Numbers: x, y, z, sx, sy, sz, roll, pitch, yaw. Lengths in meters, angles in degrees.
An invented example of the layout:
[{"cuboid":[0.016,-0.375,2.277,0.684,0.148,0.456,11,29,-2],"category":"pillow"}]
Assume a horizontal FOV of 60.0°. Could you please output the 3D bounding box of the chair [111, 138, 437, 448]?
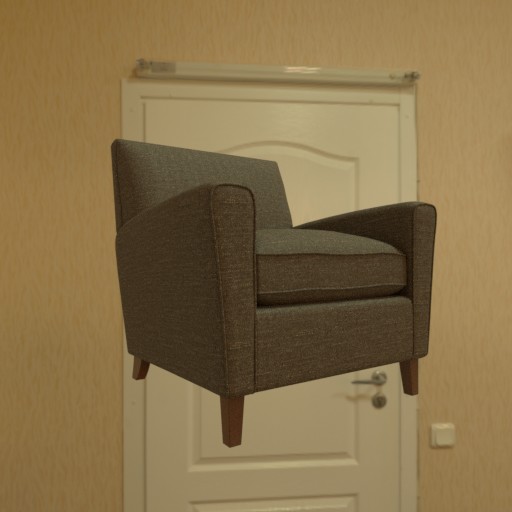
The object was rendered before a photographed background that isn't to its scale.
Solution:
[{"cuboid":[0.000,0.000,1.561,0.838,0.885,0.875,0,0,-34],"category":"chair"}]
